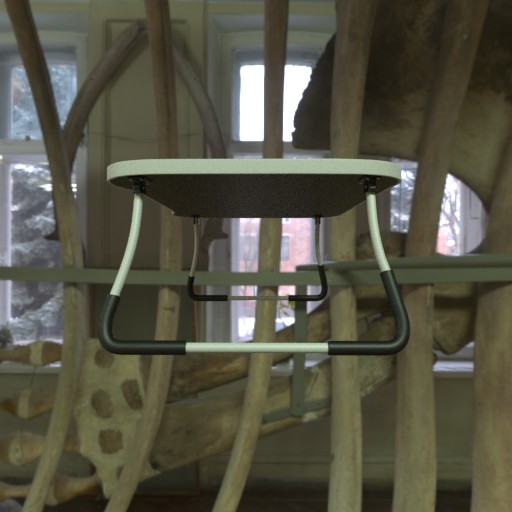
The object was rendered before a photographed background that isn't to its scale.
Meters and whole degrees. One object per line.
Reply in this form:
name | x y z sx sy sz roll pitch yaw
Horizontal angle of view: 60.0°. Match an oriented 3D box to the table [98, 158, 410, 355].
table | 0.000 0.000 0.833 0.400 0.232 0.660 0 0 1
